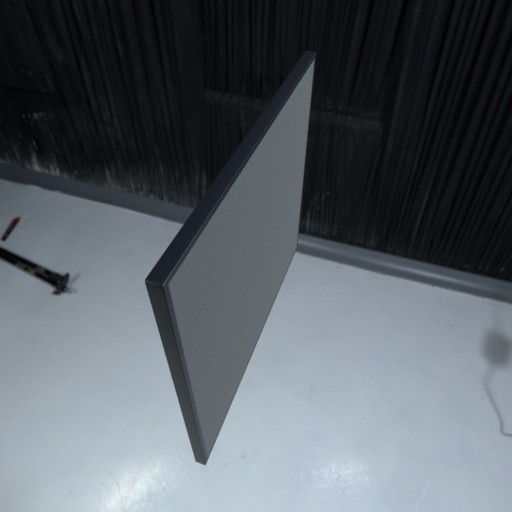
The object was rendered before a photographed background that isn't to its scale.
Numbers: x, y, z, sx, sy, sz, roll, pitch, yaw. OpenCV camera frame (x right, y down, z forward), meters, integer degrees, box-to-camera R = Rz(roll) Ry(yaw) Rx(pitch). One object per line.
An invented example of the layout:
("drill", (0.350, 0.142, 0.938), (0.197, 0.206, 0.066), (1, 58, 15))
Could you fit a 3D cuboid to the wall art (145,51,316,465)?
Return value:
("wall art", (0.000, 0.000, 0.714), (0.018, 0.450, 0.521), (15, 48, 14))
